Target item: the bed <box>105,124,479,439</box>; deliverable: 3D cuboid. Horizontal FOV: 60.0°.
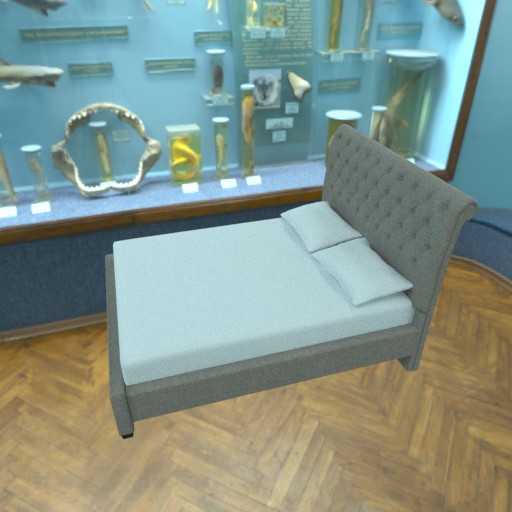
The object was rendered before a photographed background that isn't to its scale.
[{"bbox_3d":[0.000,0.000,3.327,2.252,1.371,1.645,-9,33,-14],"label":"bed"}]
